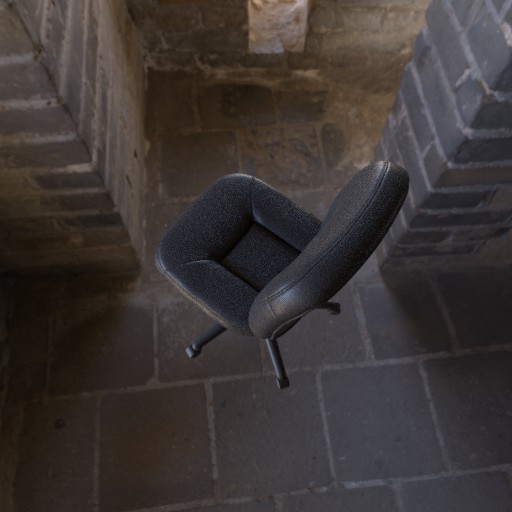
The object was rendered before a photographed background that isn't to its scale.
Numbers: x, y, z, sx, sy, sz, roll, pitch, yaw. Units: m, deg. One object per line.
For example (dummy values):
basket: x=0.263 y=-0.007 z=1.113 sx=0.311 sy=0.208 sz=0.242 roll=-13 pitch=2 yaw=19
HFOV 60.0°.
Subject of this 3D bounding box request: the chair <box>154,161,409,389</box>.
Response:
chair: x=0.000 y=0.000 z=1.406 sx=0.646 sy=0.959 sz=0.647 roll=34 pitch=68 yaw=16
